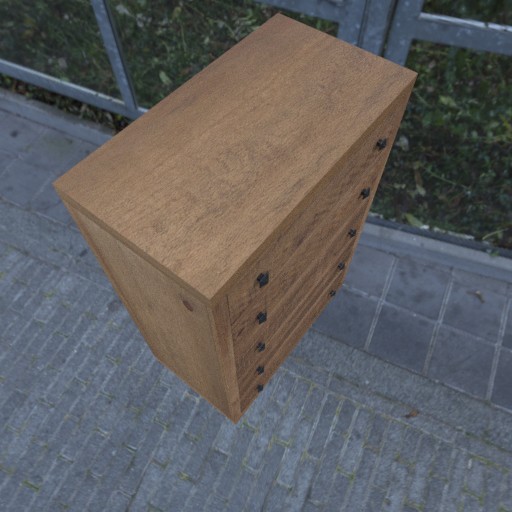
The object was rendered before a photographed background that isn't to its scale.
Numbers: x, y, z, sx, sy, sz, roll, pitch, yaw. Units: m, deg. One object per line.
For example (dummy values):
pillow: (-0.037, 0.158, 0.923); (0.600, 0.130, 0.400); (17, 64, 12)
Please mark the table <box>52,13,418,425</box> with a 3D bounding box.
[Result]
table: (0.000, 0.000, 1.700); (0.524, 1.294, 0.901); (34, 64, 19)
